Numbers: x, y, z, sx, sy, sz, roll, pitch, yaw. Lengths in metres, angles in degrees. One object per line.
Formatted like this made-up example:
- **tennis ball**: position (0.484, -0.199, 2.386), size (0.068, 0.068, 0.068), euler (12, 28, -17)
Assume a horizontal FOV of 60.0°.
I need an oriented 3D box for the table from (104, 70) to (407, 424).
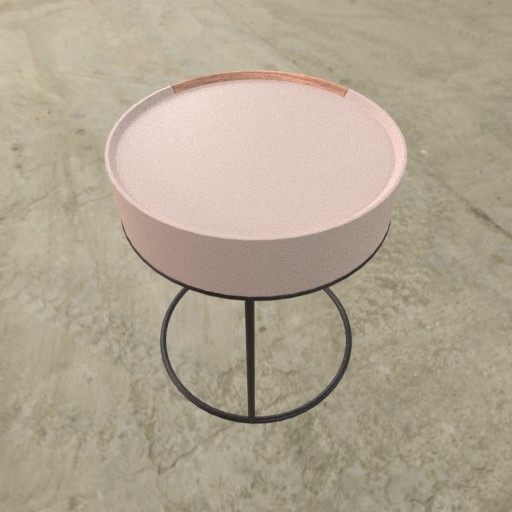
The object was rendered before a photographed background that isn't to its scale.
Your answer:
- **table**: position (0.000, 0.000, 0.864), size (0.450, 0.530, 0.450), euler (0, 47, 0)
